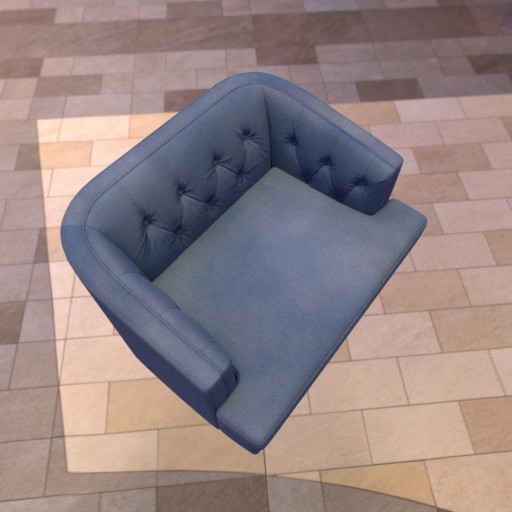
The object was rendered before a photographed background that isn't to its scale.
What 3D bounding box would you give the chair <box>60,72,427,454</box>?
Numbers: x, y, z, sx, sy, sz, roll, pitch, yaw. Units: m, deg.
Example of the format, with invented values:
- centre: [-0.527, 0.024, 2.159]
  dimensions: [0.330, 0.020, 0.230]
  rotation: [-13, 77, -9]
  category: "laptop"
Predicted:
- centre: [0.000, 0.000, 1.738]
  dimensions: [0.914, 0.787, 1.118]
  rotation: [34, 65, 19]
  category: "chair"
